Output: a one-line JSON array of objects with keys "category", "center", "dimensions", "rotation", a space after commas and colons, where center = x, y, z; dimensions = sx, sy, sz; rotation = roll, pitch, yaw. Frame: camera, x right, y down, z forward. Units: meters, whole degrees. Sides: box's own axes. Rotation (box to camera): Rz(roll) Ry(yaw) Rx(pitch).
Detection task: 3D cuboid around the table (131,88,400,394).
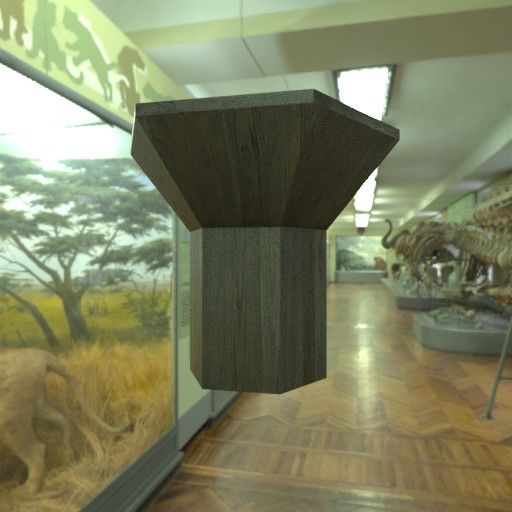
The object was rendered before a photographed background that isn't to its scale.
[{"category": "table", "center": [0.000, 0.000, 1.103], "dimensions": [0.592, 0.586, 0.683], "rotation": [0, 0, -17]}]
